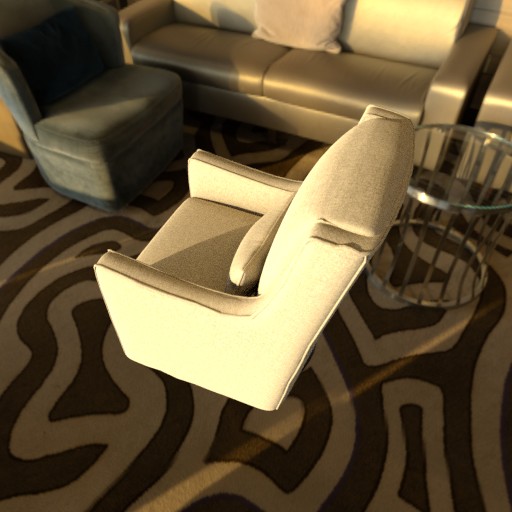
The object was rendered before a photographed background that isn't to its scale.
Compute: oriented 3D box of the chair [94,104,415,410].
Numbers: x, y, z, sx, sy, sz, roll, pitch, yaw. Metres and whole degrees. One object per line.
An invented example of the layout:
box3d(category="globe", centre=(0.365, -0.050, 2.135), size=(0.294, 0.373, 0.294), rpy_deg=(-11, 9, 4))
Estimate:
box3d(category="chair", centre=(0.000, 0.000, 1.612), size=(0.879, 0.993, 0.732), rpy_deg=(16, 48, 15))
